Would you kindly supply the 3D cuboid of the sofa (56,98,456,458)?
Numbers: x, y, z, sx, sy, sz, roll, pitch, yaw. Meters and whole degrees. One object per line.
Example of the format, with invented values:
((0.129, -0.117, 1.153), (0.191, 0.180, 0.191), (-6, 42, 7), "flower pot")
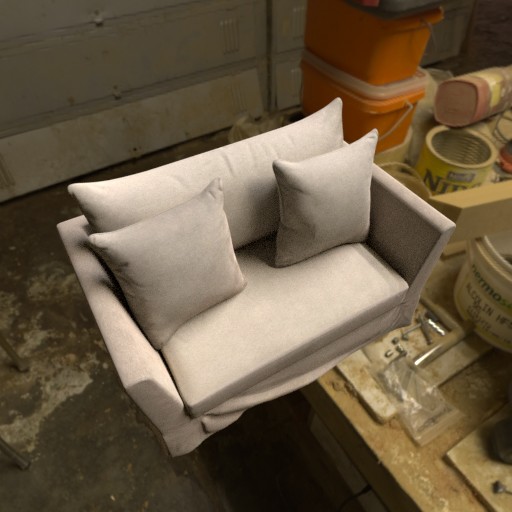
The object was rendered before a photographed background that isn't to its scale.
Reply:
((0.000, 0.000, 2.210), (1.608, 1.040, 1.035), (-23, 51, -21), "sofa")
